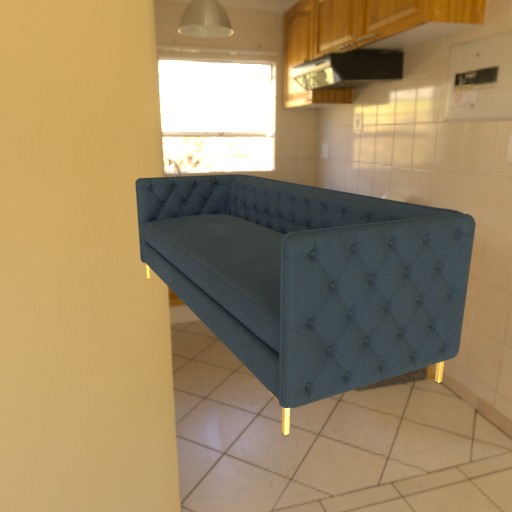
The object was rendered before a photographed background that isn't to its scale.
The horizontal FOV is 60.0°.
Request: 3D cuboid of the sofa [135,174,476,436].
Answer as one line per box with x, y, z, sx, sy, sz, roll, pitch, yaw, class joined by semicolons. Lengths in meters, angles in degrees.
0.000;0.000;2.589;0.895;0.771;2.209;-8;17;-26;sofa
